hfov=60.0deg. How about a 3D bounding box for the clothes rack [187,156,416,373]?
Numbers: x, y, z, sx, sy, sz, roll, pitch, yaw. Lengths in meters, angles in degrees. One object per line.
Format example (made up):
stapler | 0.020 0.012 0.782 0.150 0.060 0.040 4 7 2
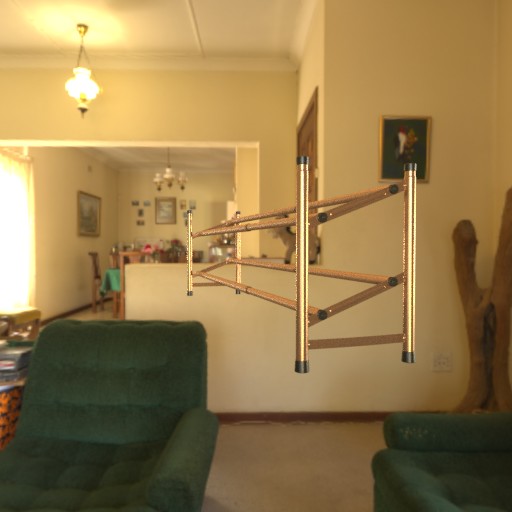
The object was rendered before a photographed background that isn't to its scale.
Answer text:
clothes rack | 0.000 0.000 1.295 0.229 0.349 1.168 0 1 -18
